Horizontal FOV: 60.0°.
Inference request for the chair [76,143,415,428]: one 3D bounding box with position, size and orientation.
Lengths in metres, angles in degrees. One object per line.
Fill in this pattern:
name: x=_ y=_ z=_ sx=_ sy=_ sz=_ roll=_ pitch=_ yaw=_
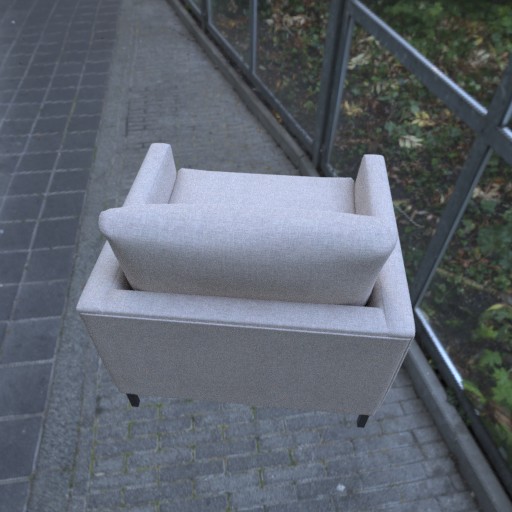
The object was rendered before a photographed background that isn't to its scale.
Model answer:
chair: x=0.000 y=0.000 z=1.627 sx=0.963 sy=0.861 sz=0.866 roll=4 pitch=47 yaw=4
